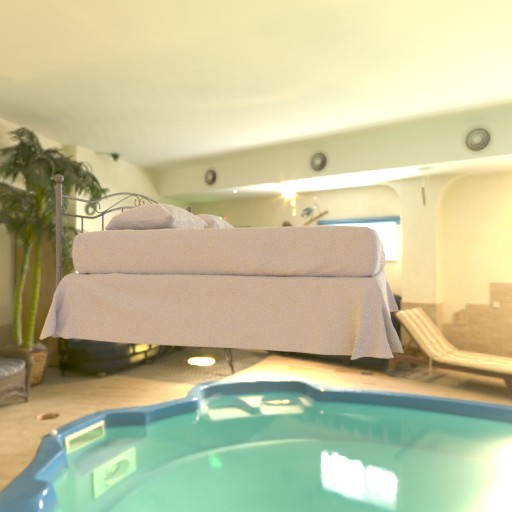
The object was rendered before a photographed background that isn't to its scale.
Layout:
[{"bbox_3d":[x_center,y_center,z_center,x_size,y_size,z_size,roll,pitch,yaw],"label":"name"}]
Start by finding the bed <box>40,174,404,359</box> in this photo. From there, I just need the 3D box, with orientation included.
[{"bbox_3d":[0.000,0.000,3.583,2.220,1.080,2.309,0,0,17],"label":"bed"}]
